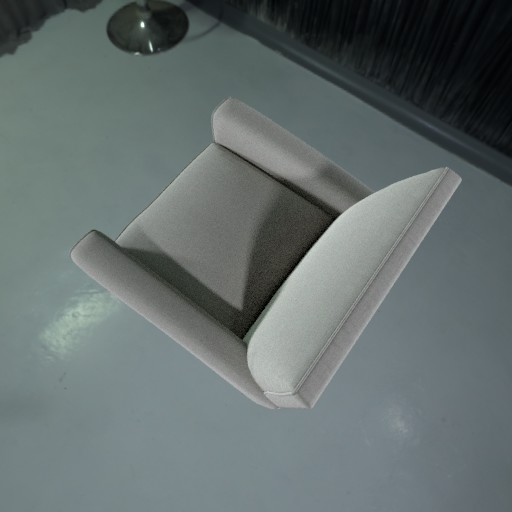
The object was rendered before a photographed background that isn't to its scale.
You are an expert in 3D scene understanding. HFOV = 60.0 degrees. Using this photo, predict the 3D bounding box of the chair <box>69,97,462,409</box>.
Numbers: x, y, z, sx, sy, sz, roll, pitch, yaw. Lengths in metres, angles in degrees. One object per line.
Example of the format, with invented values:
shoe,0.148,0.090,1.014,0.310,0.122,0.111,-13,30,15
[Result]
chair,0.000,0.000,1.580,0.871,0.846,0.840,34,69,15
